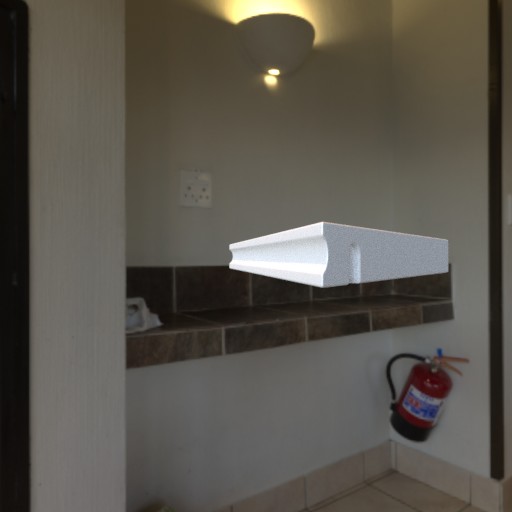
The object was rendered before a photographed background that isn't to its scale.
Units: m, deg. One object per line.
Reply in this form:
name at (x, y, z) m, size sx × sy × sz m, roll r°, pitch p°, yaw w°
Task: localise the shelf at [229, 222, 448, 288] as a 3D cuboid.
shelf at (0.000, 0.000, 0.436) m, size 0.296 × 0.035 × 0.296 m, roll 0°, pitch 0°, yaw 35°
